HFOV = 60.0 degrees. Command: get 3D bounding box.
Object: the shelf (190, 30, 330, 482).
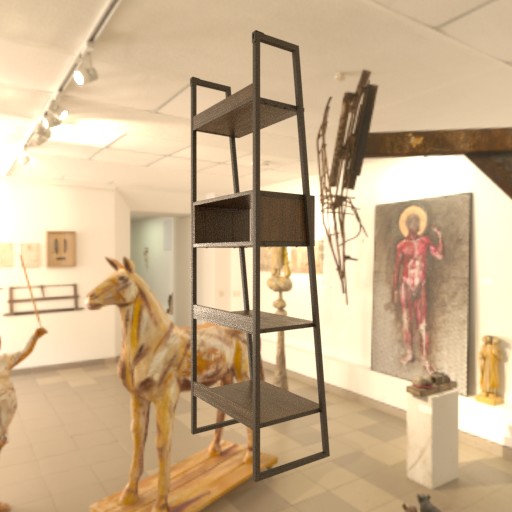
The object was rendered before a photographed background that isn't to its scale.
[{"bbox_3d":[0.000,0.000,2.357,0.454,2.005,0.652,0,0,-34],"label":"shelf"}]
